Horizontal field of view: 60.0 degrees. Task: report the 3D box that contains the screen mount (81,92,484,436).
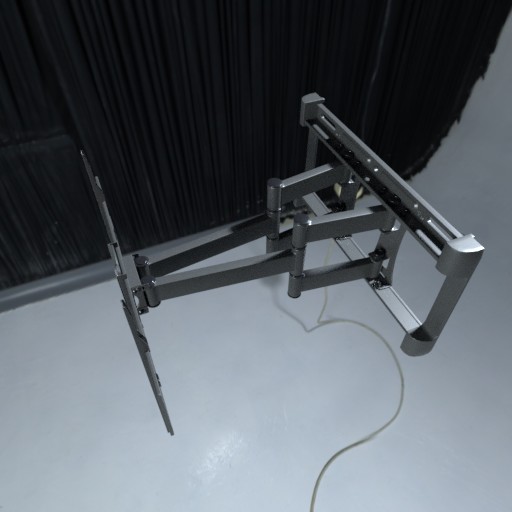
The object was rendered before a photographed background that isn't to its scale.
[{"bbox_3d":[0.000,0.000,1.084,0.644,0.491,0.661,-17,49,-15],"label":"screen mount"}]
